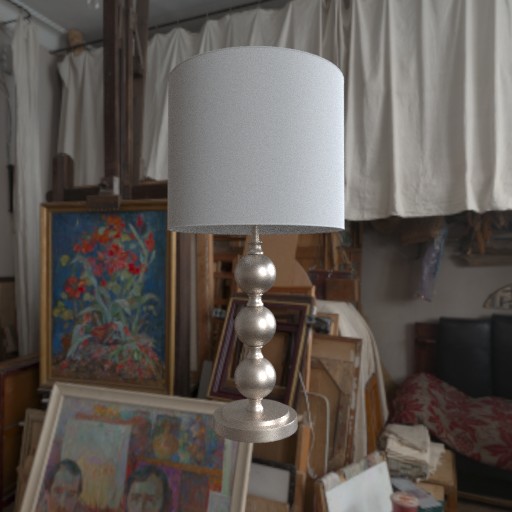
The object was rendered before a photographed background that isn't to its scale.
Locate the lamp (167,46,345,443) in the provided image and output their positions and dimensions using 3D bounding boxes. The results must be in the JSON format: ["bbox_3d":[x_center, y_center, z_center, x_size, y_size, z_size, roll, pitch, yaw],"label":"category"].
[{"bbox_3d":[0.000,0.000,0.705,0.277,0.538,0.277,0,0,-17],"label":"lamp"}]
